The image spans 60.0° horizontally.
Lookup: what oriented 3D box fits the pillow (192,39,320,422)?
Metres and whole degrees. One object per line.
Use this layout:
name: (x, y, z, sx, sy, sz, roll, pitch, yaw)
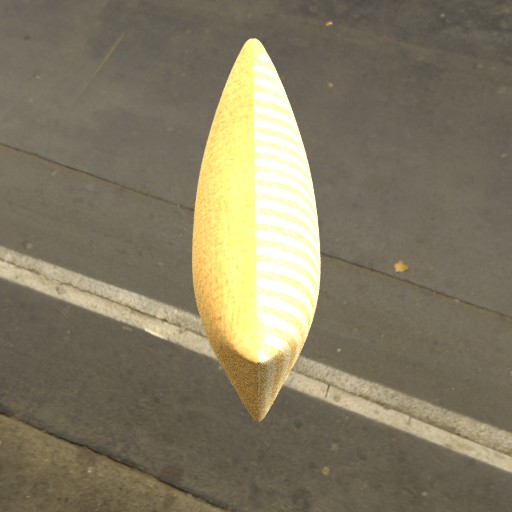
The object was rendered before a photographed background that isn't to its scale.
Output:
pillow: (0.000, 0.000, 0.649, 0.173, 0.407, 0.419, -1, 64, 0)
